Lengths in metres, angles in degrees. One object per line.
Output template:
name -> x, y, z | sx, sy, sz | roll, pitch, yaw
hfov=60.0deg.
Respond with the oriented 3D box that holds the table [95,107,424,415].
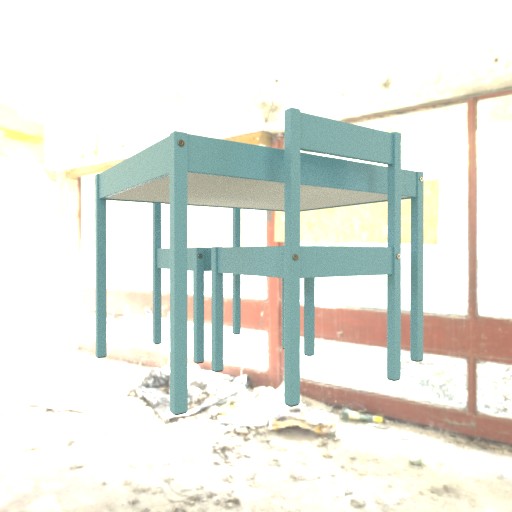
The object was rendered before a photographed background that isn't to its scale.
table -> 0.000, 0.000, 1.081 | 0.639, 0.503, 0.633 | 0, 1, -34
